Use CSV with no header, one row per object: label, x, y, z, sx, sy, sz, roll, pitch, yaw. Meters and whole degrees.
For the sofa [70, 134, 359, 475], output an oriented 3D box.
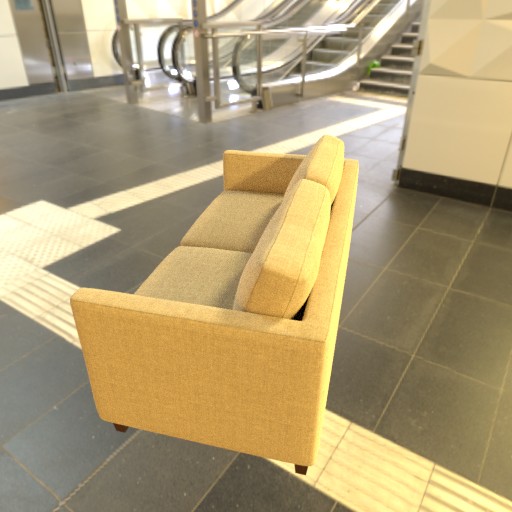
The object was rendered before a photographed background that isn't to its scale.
sofa,0.000,0.000,2.381,0.950,0.963,1.884,7,31,12
